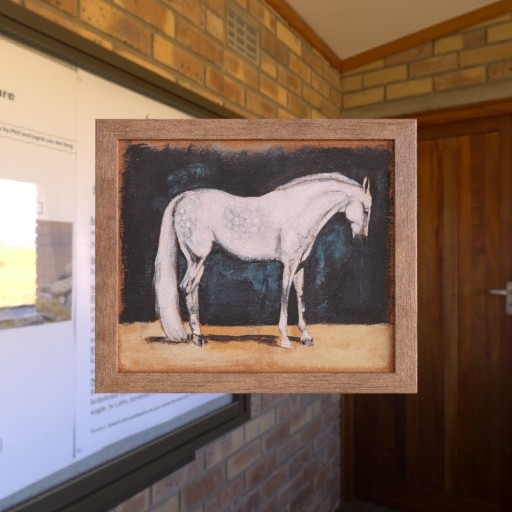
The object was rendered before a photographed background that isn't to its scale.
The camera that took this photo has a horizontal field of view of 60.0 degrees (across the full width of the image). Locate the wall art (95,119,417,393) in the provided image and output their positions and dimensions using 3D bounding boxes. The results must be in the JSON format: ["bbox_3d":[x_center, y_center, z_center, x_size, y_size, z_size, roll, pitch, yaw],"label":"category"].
[{"bbox_3d":[0.000,0.000,0.961,0.690,0.588,0.026,0,0,0],"label":"wall art"}]
